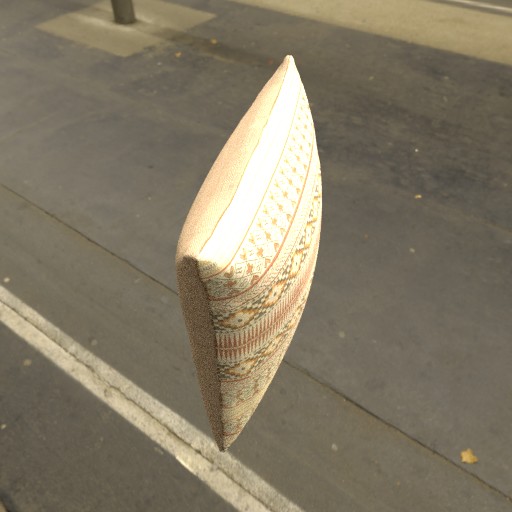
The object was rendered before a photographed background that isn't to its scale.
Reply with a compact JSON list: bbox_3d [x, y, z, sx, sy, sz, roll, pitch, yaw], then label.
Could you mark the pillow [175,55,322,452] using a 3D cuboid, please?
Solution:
[{"bbox_3d":[0.000,0.000,0.801,0.215,0.519,0.521,10,47,10],"label":"pillow"}]
